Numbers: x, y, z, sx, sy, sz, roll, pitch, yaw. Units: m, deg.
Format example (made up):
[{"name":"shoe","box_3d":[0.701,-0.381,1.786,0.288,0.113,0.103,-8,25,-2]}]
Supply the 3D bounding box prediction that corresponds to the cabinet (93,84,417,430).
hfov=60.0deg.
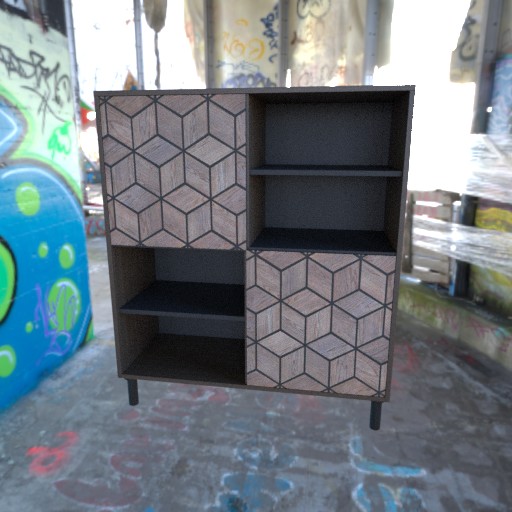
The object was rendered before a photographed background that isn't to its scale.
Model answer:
[{"name":"cabinet","box_3d":[0.000,0.000,1.700,1.010,1.170,0.400,2,15,9]}]
